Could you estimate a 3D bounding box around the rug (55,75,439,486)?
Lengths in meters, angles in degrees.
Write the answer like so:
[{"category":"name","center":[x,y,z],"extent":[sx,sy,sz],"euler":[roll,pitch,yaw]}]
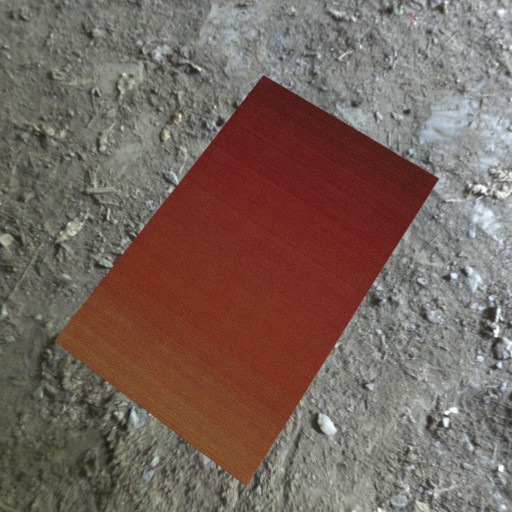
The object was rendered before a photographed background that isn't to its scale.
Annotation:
[{"category":"rug","center":[0.000,0.000,3.041],"extent":[1.531,0.010,2.442],"euler":[33,78,8]}]
